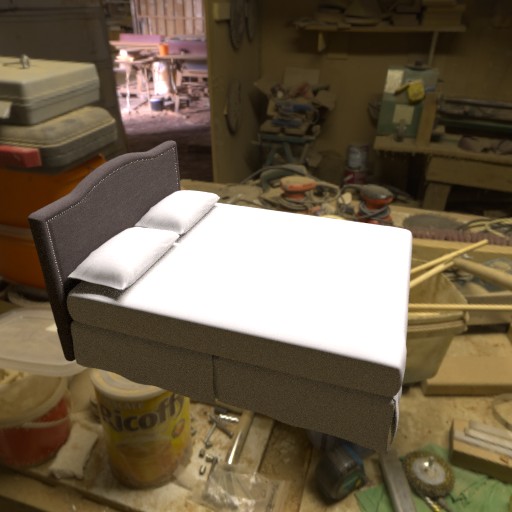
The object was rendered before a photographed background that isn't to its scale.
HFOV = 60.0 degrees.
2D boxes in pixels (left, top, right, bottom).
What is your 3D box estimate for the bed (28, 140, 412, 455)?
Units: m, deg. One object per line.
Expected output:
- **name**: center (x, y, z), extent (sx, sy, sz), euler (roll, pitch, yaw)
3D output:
- **bed**: center (0.000, 0.000, 3.845), extent (2.689, 1.457, 2.161), euler (10, 31, 16)
